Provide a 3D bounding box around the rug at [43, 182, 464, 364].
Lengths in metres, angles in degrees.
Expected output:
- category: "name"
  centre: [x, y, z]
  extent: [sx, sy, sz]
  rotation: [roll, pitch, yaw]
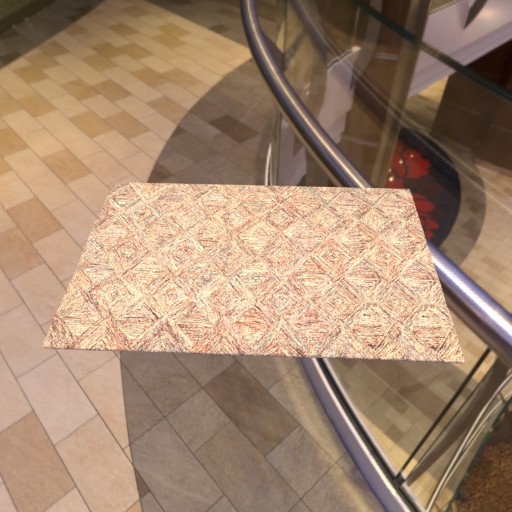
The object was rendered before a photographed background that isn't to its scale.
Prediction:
- category: "rug"
  centre: [0.000, 0.000, 2.225]
  extent: [1.761, 0.014, 1.143]
  rotation: [2, 46, 2]
